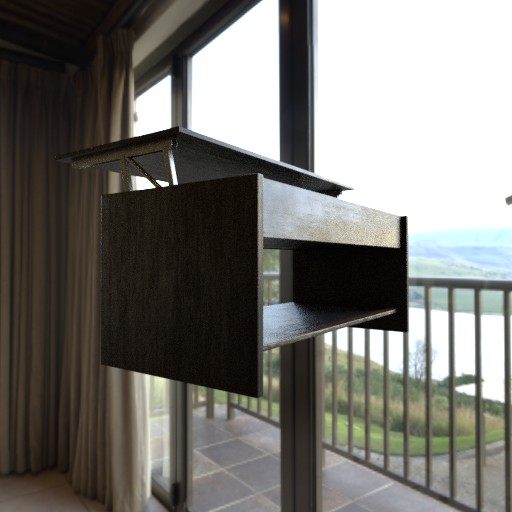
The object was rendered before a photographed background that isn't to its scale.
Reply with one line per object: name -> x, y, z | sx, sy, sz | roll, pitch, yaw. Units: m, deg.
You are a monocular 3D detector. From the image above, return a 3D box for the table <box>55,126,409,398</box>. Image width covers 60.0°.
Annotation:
table -> 0.000, 0.000, 1.476 | 0.712, 0.570, 1.000 | -1, -1, 35
